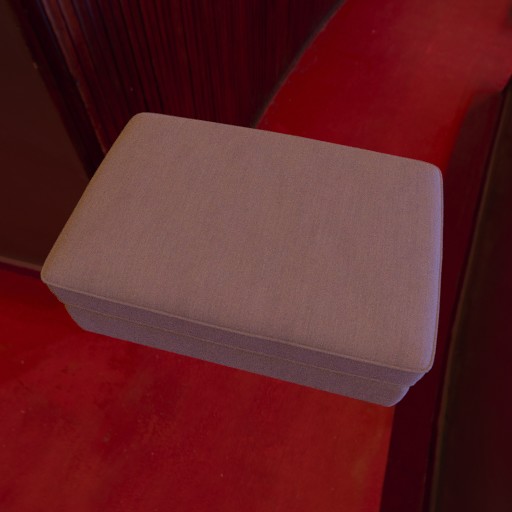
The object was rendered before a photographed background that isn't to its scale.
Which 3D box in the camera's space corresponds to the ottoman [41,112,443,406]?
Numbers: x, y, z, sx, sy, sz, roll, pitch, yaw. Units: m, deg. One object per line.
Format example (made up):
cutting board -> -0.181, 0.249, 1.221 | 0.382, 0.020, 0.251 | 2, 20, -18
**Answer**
ottoman -> 0.000, 0.000, 1.302 | 0.941, 0.480, 0.636 | 12, 59, 8
